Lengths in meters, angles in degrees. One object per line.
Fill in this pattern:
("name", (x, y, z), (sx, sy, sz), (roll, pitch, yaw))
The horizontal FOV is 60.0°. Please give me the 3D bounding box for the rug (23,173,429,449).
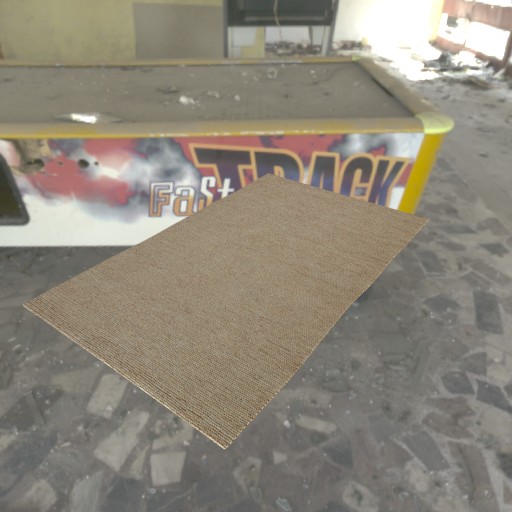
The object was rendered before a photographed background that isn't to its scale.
("rug", (0.000, 0.000, 2.983), (1.533, 0.011, 2.439), (22, 39, 30))
